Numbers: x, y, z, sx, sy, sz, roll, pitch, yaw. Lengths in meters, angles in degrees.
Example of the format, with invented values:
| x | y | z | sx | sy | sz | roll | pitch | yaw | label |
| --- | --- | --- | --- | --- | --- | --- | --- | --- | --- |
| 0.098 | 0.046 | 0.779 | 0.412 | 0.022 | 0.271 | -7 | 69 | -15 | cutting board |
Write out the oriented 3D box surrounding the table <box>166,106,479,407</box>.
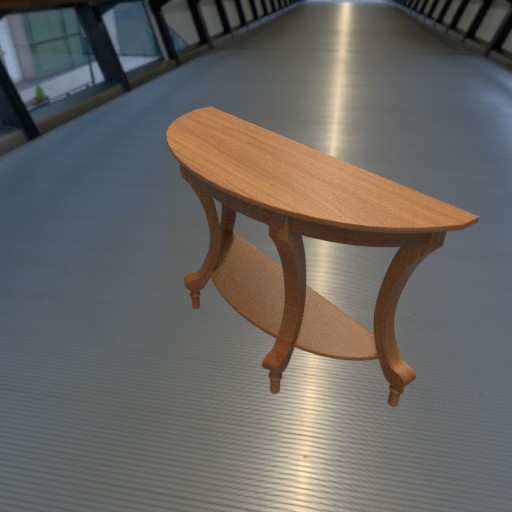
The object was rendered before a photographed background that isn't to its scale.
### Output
| x | y | z | sx | sy | sz | roll | pitch | yaw | label |
| --- | --- | --- | --- | --- | --- | --- | --- | --- | --- |
| 0.000 | 0.000 | 1.509 | 0.394 | 0.692 | 1.198 | -21 | 38 | -29 | table |
